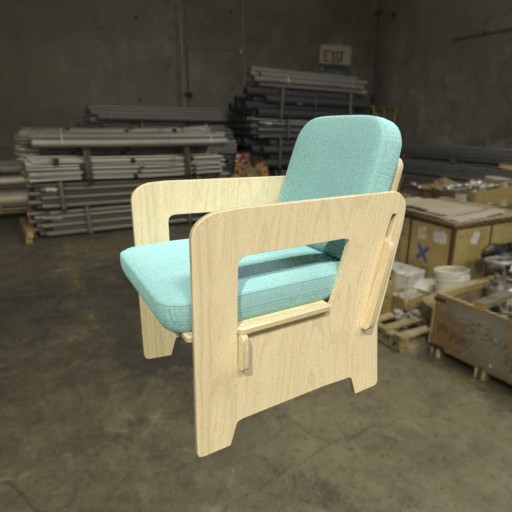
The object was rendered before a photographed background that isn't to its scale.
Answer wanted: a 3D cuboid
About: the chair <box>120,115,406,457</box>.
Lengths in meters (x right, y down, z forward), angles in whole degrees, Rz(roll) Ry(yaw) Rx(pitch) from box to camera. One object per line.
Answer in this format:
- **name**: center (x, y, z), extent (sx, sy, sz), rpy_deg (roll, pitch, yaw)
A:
- **chair**: center (0.000, 0.000, 1.312), extent (0.710, 0.800, 0.590), rpy_deg (-8, 18, -26)
